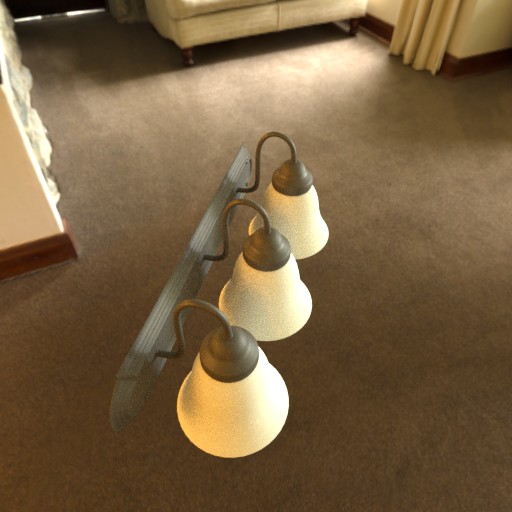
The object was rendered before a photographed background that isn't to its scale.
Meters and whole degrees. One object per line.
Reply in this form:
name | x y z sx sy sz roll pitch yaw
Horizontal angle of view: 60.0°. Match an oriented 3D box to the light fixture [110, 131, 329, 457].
light fixture | 0.000 0.000 0.709 0.199 0.222 0.610 11 47 11
